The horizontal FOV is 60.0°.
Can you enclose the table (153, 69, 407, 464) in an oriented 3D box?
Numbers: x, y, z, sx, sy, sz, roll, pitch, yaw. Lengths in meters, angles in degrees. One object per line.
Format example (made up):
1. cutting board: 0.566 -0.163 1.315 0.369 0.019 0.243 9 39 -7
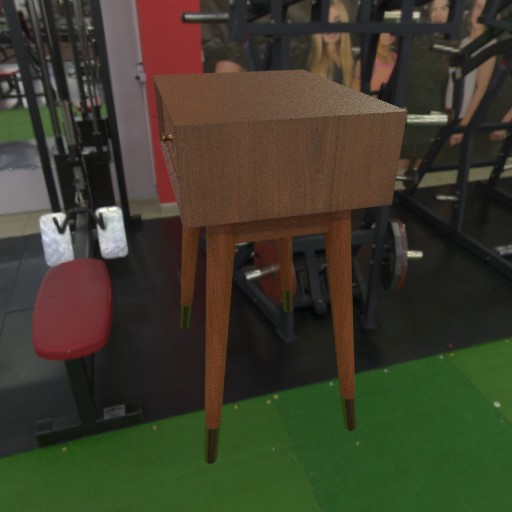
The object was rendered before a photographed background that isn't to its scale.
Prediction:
1. table: 0.000 0.000 0.840 0.300 0.599 0.406 -8 31 -13
